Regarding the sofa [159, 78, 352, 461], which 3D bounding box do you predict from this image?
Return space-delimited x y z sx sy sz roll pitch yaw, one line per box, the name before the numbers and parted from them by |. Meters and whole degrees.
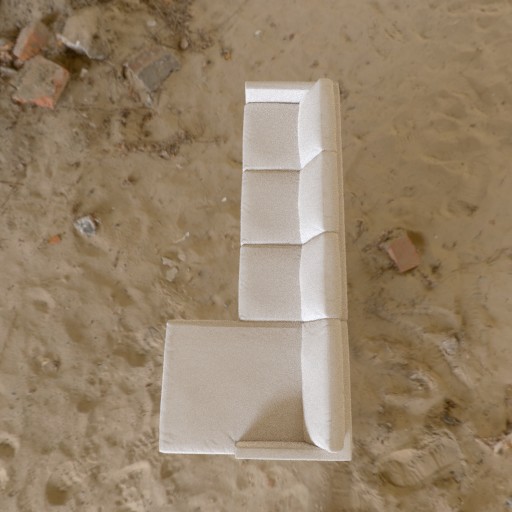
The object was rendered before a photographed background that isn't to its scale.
sofa | 0.000 0.000 4.185 1.606 0.954 3.471 1 75 0
